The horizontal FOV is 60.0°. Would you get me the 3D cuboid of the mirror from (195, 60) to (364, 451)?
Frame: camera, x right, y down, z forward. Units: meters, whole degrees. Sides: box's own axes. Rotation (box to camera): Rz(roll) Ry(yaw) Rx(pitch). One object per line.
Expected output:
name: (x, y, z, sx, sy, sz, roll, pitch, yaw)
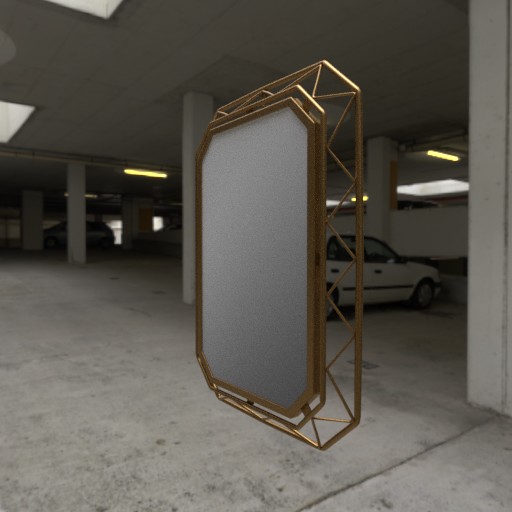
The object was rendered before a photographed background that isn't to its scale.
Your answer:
mirror: (0.000, 0.000, 0.734, 0.042, 0.566, 0.417, -1, 1, -37)
